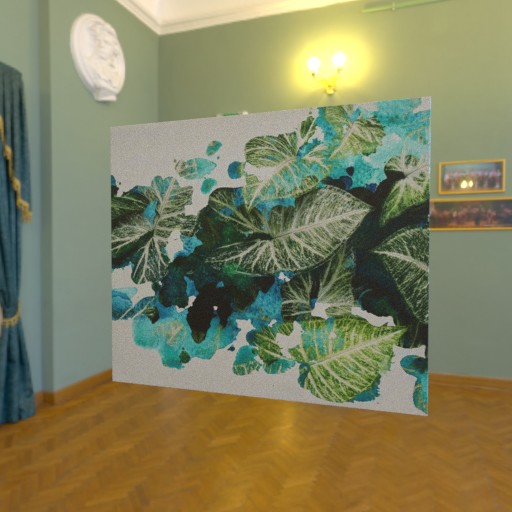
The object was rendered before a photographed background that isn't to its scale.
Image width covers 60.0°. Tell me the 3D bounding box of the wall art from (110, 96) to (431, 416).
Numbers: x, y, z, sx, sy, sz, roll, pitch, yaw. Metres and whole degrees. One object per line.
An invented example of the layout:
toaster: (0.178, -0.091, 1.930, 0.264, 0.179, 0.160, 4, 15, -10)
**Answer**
wall art: (0.000, 0.000, 0.699, 0.507, 0.435, 0.041, 0, 2, 18)
